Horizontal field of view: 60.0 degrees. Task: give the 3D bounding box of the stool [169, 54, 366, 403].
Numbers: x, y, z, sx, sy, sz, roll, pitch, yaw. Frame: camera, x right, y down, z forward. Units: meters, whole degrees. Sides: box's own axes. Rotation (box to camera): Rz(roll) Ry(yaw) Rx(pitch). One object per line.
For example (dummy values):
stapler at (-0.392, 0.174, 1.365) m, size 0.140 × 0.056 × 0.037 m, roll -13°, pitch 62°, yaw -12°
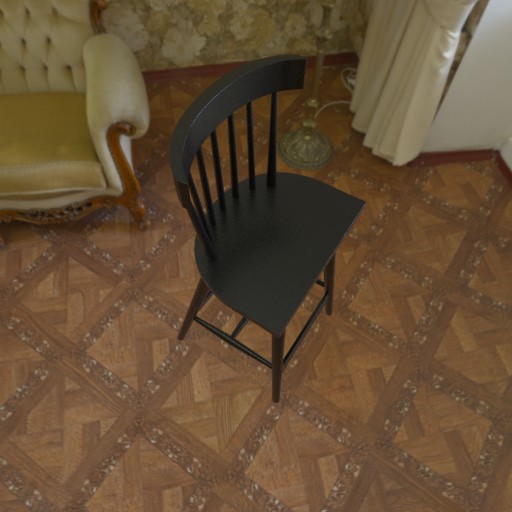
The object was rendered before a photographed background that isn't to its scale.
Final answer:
stool at (0.000, 0.000, 1.367) m, size 0.483 × 1.092 × 0.482 m, roll 29°, pitch 63°, yaw 16°
